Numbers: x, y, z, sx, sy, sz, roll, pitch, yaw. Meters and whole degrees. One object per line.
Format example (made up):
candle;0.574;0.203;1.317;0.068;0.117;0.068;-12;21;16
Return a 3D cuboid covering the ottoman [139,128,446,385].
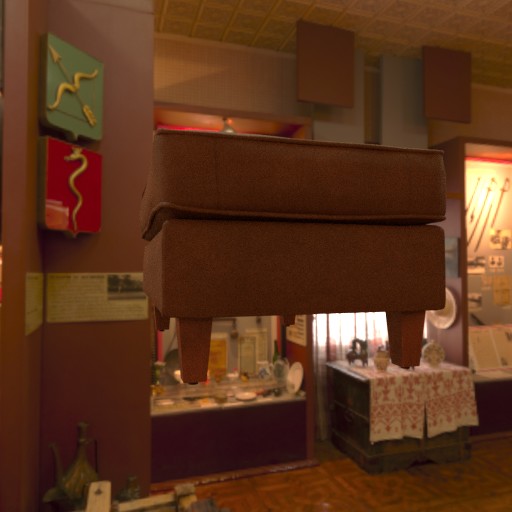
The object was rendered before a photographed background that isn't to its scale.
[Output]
ottoman;0.000;0.000;1.199;0.596;0.481;0.860;0;-2;-16
